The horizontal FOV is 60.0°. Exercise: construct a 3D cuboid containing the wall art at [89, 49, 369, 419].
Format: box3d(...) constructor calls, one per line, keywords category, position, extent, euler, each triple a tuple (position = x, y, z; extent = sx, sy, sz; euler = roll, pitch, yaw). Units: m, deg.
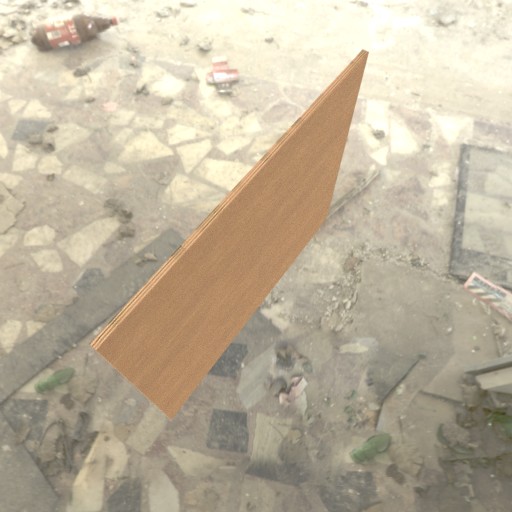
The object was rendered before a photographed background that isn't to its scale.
box3d(category="wall art", position=(0.000, 0.000, 0.681), extent=(0.010, 0.408, 0.508), euler=(32, 66, 16))
